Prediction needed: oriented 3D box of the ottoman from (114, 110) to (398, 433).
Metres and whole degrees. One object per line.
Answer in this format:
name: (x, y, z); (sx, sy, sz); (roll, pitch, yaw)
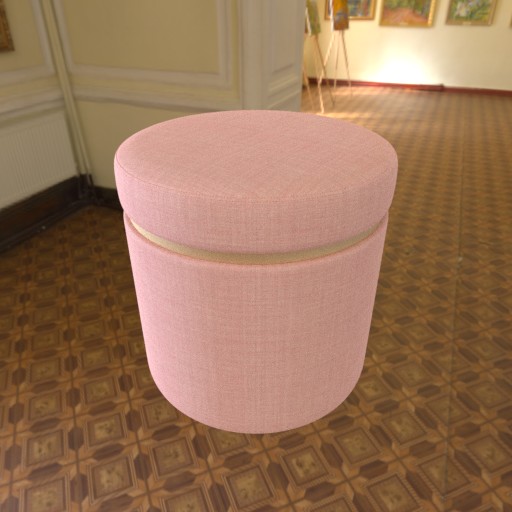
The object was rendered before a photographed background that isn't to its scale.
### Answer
ottoman: (0.000, 0.000, 0.734); (0.400, 0.406, 0.400); (0, 31, 0)
